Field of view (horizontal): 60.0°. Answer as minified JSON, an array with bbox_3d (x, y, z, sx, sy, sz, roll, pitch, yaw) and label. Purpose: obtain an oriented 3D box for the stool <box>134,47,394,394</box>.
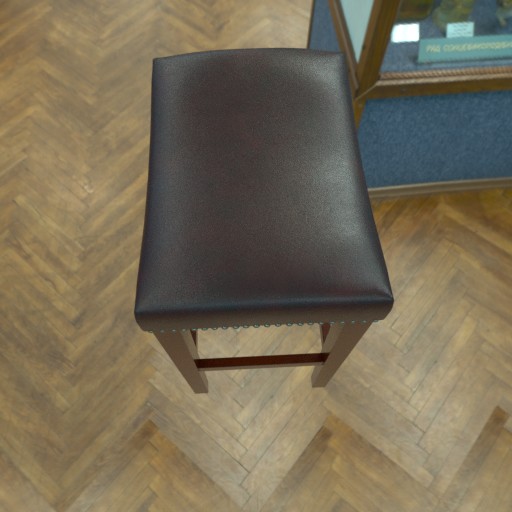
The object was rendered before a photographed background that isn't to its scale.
[{"bbox_3d":[0.000,0.000,1.013,0.372,0.742,0.504,-3,64,-1],"label":"stool"}]
